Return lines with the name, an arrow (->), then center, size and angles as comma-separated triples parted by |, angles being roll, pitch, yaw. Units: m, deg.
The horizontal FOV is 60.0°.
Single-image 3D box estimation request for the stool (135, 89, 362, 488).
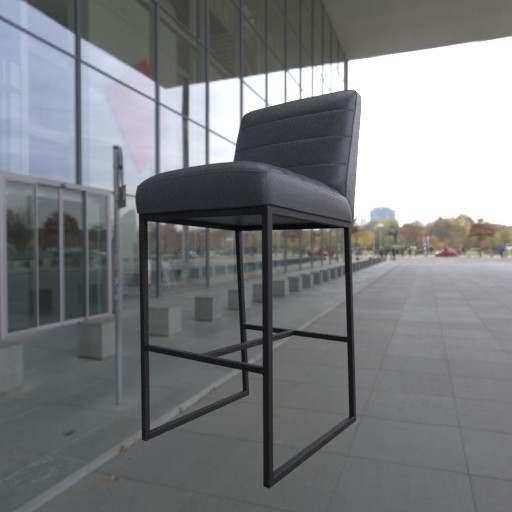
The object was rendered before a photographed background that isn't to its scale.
stool -> 0.000, 0.000, 1.322 | 0.457, 1.040, 0.552 | 1, 1, 36
